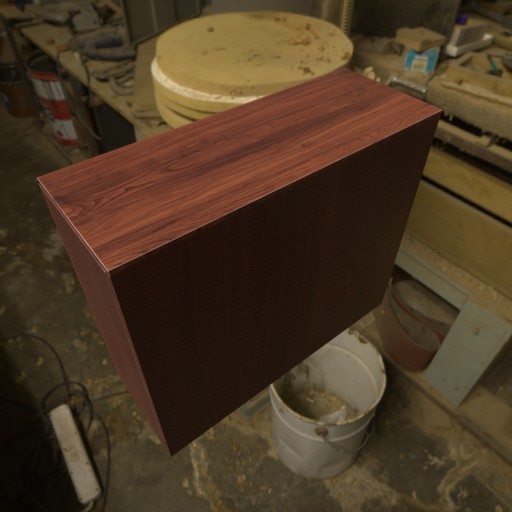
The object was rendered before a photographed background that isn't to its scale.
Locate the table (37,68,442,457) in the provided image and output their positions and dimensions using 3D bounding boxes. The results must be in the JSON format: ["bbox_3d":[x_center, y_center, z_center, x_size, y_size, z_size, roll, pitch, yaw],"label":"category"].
[{"bbox_3d":[0.000,0.000,1.325,0.930,0.790,0.380,-29,51,-26],"label":"table"}]
